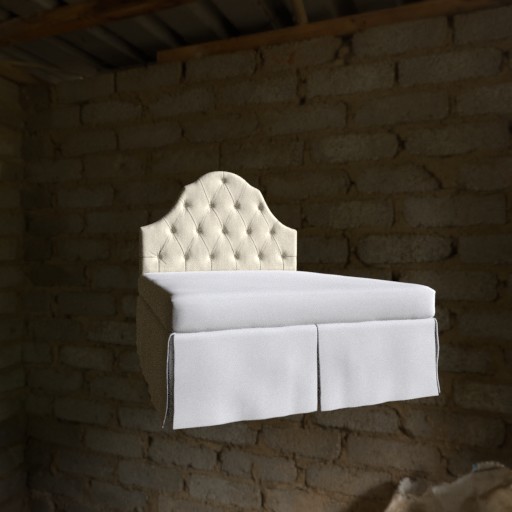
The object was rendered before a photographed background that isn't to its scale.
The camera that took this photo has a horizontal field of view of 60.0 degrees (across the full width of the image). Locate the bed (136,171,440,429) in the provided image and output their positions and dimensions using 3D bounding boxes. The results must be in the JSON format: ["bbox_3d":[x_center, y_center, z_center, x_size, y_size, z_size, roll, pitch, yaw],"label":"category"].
[{"bbox_3d":[0.000,0.000,3.252,1.627,1.575,2.092,0,1,-19],"label":"bed"}]
